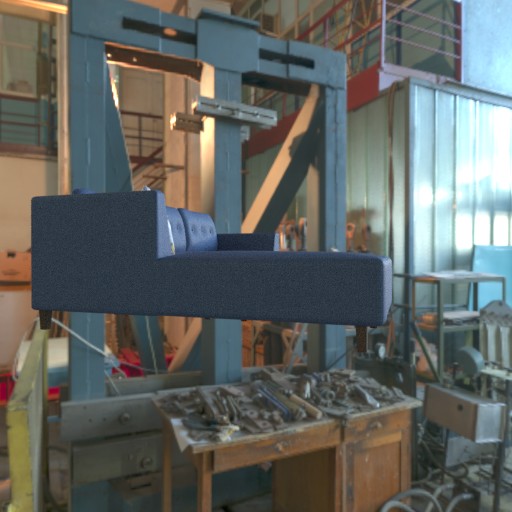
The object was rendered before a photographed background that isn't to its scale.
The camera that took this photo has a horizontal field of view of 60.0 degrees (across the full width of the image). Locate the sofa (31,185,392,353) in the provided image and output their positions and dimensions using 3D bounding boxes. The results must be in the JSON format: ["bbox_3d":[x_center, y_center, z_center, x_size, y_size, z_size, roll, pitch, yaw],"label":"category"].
[{"bbox_3d":[0.000,0.000,3.065,1.829,0.787,2.120,0,0,19],"label":"sofa"}]
